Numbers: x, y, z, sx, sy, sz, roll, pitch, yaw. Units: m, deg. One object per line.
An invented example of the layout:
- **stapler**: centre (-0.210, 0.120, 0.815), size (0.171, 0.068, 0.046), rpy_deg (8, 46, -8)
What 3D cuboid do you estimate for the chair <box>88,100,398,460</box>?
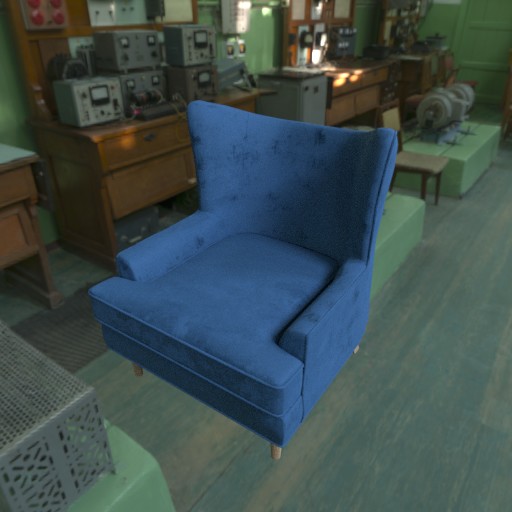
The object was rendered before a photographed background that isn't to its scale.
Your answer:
- **chair**: centre (0.000, 0.000, 1.596), size (0.793, 0.952, 0.910), rpy_deg (19, 35, 29)
